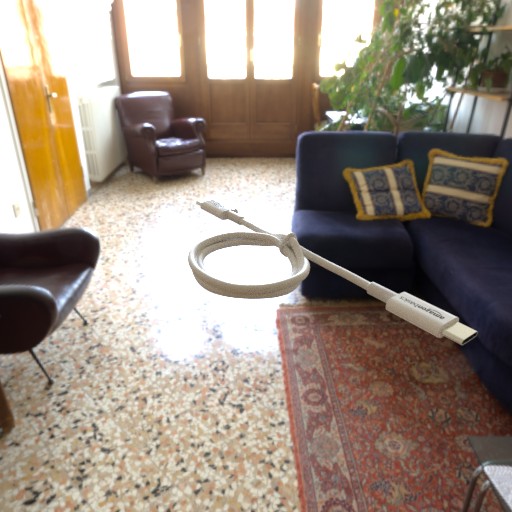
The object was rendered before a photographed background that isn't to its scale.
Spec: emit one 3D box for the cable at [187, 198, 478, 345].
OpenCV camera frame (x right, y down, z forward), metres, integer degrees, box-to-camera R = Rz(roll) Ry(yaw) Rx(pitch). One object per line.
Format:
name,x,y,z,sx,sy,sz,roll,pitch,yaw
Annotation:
cable,0.000,0.000,0.227,0.070,0.014,0.203,-18,31,-33
